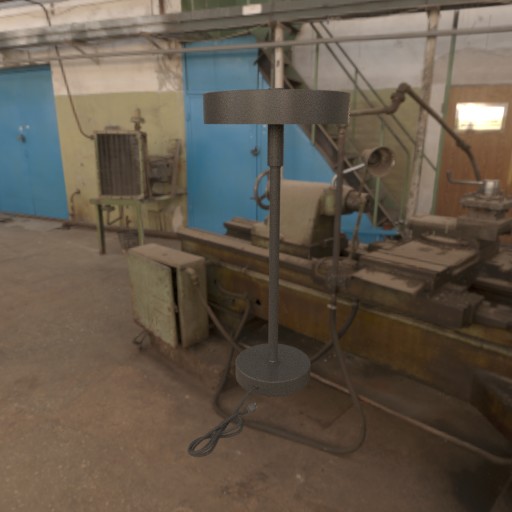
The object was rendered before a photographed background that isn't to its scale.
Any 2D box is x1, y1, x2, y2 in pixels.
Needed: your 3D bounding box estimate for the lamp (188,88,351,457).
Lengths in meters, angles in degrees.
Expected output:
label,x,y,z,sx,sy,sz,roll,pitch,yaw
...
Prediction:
label,x,y,z,sx,sy,sz,roll,pitch,yaw
lamp,0.000,0.000,0.705,0.229,0.508,0.369,8,19,26
